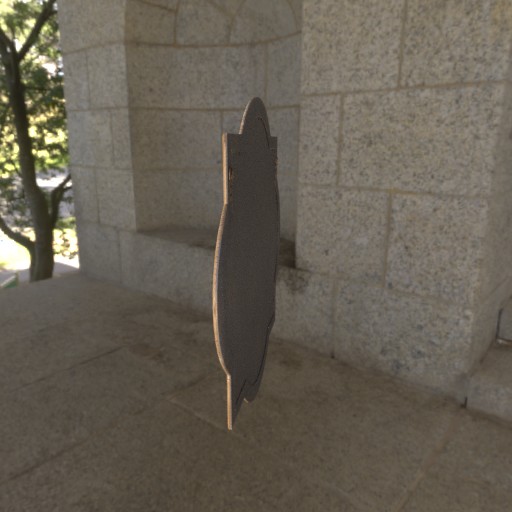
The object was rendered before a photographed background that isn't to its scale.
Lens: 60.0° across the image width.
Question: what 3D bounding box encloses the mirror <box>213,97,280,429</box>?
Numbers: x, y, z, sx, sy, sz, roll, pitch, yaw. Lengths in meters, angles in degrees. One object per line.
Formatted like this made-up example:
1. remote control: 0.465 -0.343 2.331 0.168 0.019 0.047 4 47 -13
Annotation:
1. mirror: 0.000 0.000 1.040 0.019 0.686 0.686 3 15 11
